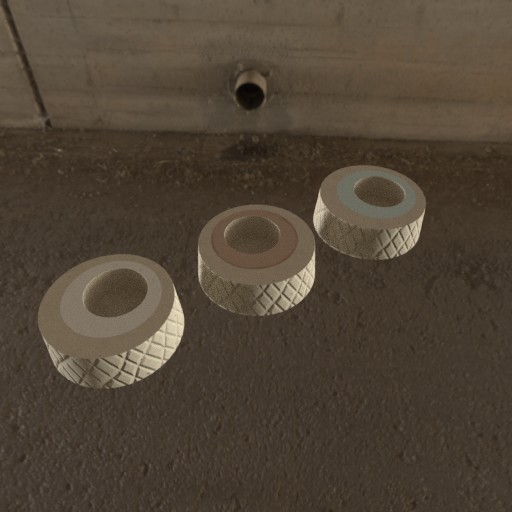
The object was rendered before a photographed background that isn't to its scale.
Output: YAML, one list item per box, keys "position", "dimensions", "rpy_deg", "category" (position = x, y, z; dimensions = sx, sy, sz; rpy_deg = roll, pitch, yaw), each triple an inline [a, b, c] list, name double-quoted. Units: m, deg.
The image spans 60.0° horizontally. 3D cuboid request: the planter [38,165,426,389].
- position: [0.000, 0.000, 0.420]
  dimensions: [0.390, 0.038, 0.114]
  rpy_deg: [-23, 50, -21]
  category: "planter"
